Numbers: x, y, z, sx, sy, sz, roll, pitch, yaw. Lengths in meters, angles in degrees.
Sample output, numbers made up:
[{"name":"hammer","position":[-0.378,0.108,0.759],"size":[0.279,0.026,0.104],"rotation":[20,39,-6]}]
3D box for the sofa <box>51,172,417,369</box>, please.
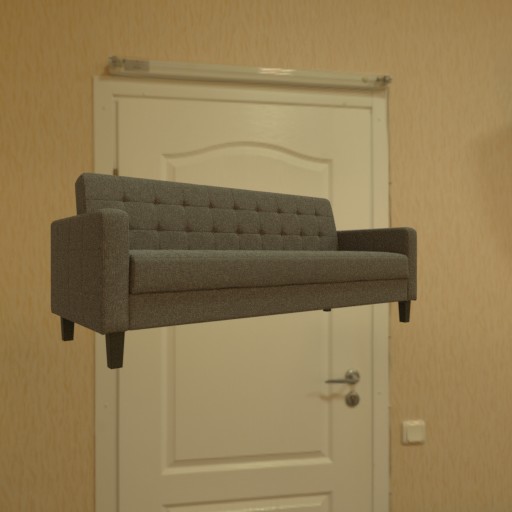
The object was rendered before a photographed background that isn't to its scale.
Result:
[{"name":"sofa","position":[0.000,0.000,2.541],"size":[2.040,0.850,0.810],"rotation":[0,0,-37]}]
